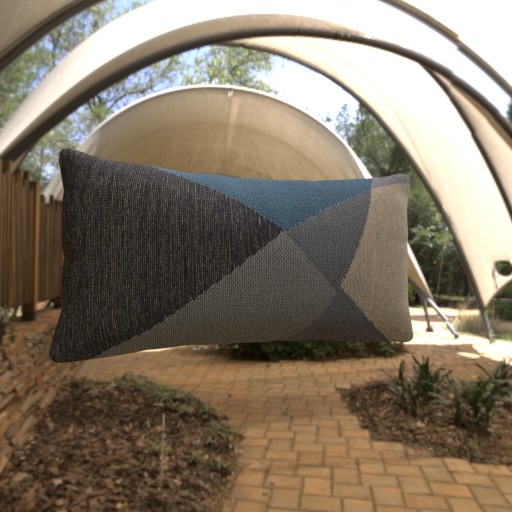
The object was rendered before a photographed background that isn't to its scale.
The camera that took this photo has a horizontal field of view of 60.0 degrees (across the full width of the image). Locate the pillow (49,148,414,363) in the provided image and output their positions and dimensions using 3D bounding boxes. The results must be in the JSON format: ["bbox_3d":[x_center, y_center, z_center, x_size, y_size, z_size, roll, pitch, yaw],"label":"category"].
[{"bbox_3d":[0.000,0.000,0.715,0.604,0.307,0.148,1,-2,-19],"label":"pillow"}]
